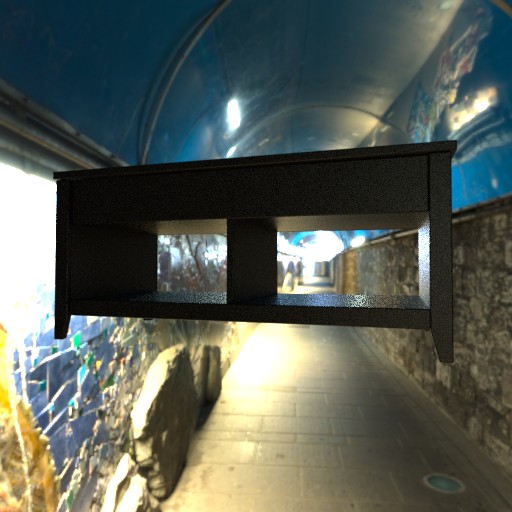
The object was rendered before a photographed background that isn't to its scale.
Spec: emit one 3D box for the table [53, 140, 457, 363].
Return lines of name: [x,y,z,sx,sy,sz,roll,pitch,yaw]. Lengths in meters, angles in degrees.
table: [0.000,0.000,1.284,1.016,0.457,0.483,0,-2,18]
